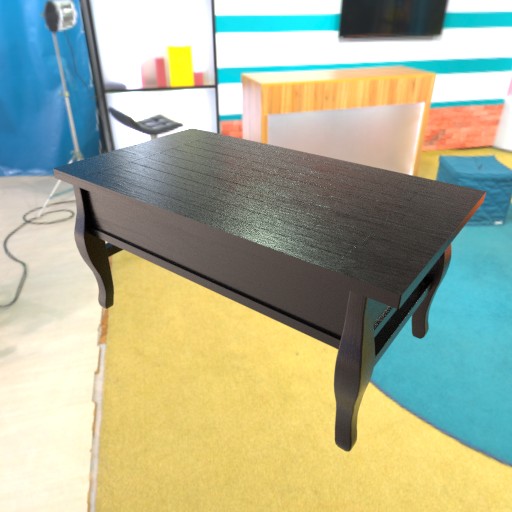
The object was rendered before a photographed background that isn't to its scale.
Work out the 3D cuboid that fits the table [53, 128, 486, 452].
[{"bbox_3d":[0.000,0.000,1.354,1.062,0.494,0.600,21,36,31],"label":"table"}]
